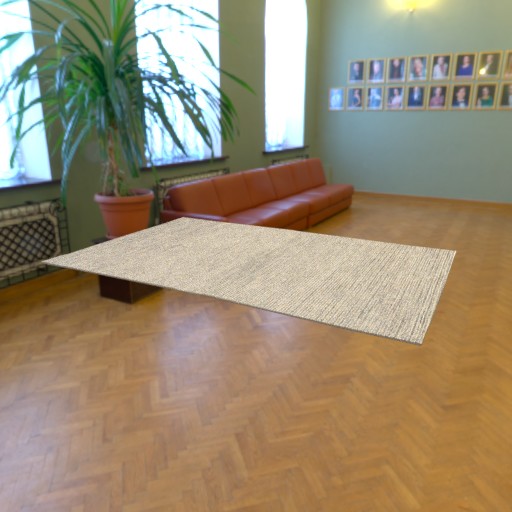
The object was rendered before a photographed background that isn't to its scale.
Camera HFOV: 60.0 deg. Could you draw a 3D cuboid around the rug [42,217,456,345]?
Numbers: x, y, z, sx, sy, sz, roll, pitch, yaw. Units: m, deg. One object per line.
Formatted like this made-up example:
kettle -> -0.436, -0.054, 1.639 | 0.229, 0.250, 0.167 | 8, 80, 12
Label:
rug -> 0.000, 0.000, 2.272 | 1.804, 0.022, 1.162 | 9, 19, 27
